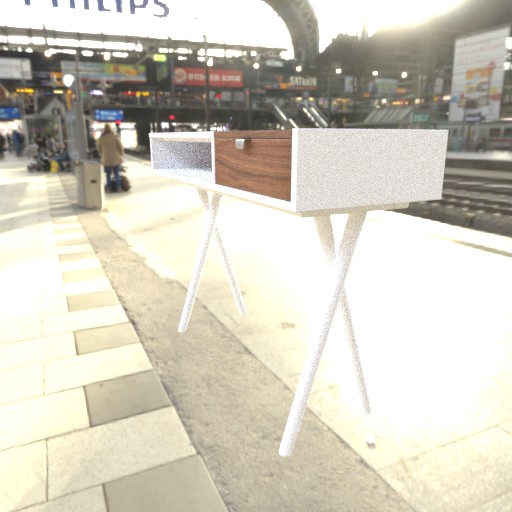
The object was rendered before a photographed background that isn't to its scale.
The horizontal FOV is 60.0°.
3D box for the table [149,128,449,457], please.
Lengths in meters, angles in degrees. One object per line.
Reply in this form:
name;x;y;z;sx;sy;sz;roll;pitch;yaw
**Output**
table;0.000;0.000;1.454;0.418;0.785;1.066;-8;17;-26
